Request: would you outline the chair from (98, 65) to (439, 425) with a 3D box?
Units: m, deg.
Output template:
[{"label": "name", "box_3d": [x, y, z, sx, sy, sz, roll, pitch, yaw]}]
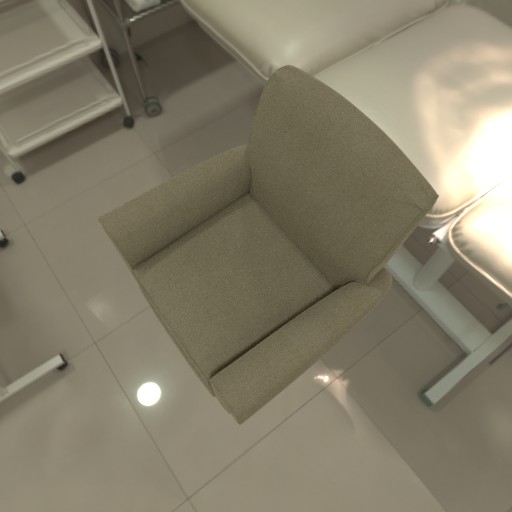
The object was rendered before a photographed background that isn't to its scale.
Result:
[{"label": "chair", "box_3d": [0.000, 0.000, 1.797, 0.905, 1.061, 0.978, -34, 68, -16]}]
